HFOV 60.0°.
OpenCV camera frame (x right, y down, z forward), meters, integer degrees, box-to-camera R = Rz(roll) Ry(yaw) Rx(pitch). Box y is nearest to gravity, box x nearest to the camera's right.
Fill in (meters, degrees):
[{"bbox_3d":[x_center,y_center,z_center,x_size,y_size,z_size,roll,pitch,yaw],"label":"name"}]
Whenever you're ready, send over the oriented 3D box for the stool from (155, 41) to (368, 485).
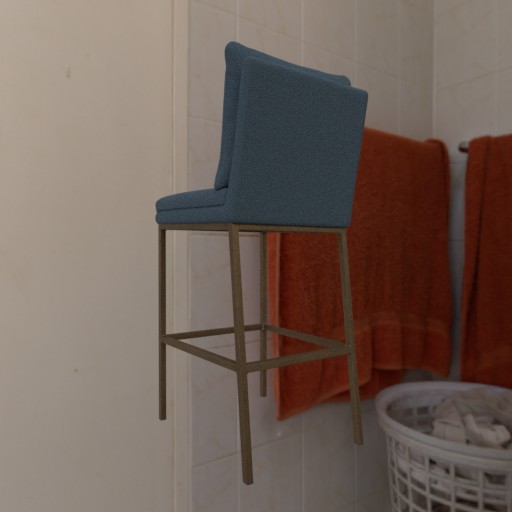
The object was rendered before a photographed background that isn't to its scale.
[{"bbox_3d":[0.000,0.000,1.423,0.463,1.124,0.568,-1,1,-34],"label":"stool"}]
